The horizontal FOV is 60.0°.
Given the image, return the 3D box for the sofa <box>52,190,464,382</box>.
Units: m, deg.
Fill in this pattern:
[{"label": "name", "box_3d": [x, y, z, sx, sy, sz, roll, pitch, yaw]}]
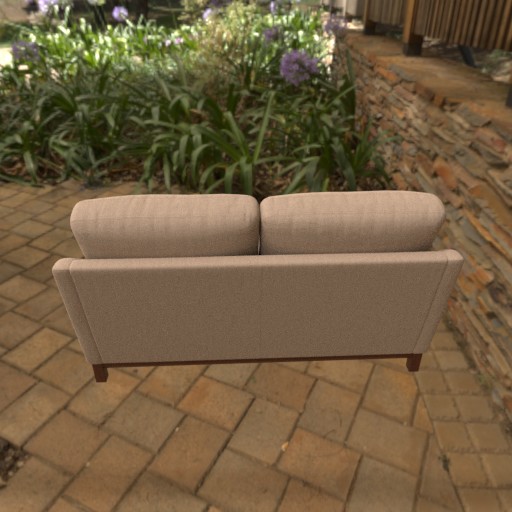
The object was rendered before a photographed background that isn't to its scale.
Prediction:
[{"label": "sofa", "box_3d": [0.000, 0.000, 2.243, 1.619, 0.910, 1.004, -1, 30, -2]}]
